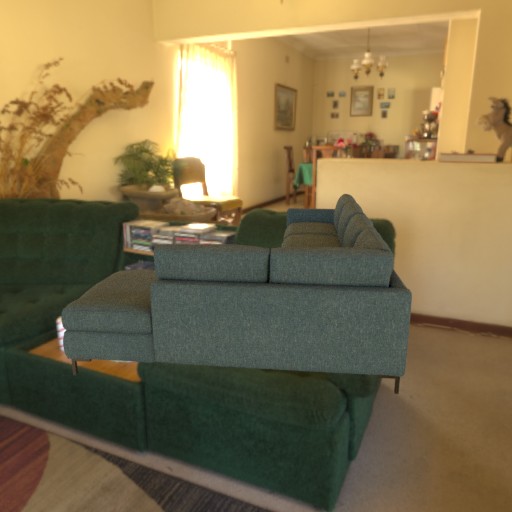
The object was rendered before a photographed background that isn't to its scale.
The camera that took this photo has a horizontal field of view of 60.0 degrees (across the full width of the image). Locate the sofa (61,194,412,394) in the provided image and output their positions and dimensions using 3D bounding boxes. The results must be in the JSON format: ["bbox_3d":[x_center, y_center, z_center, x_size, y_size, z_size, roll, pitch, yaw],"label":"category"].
[{"bbox_3d":[0.000,0.000,3.884,2.007,0.815,2.949,2,15,6],"label":"sofa"}]
